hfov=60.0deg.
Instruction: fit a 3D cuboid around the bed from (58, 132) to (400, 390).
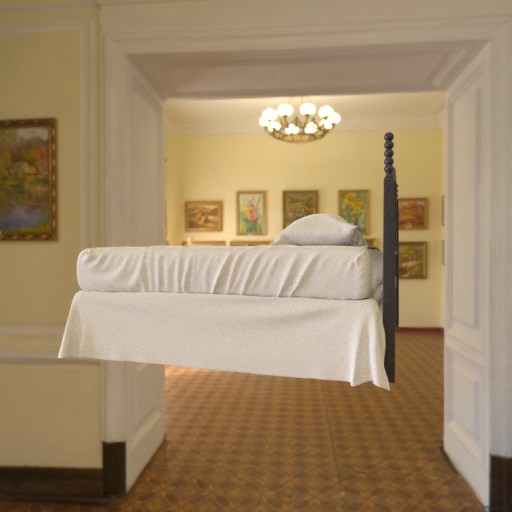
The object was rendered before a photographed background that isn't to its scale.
[{"bbox_3d":[0.000,0.000,3.623,2.219,1.355,2.322,0,0,18],"label":"bed"}]
